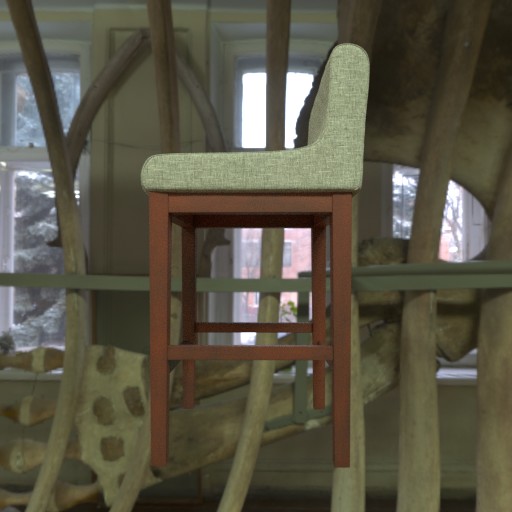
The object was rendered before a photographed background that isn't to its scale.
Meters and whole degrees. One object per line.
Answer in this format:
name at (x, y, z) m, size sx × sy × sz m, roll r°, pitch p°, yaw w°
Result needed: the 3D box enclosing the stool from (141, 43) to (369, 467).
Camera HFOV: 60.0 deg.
stool at (0.000, 0.000, 1.062) m, size 0.459 × 0.835 × 0.417 m, roll 0°, pitch -1°, yaw 1°
